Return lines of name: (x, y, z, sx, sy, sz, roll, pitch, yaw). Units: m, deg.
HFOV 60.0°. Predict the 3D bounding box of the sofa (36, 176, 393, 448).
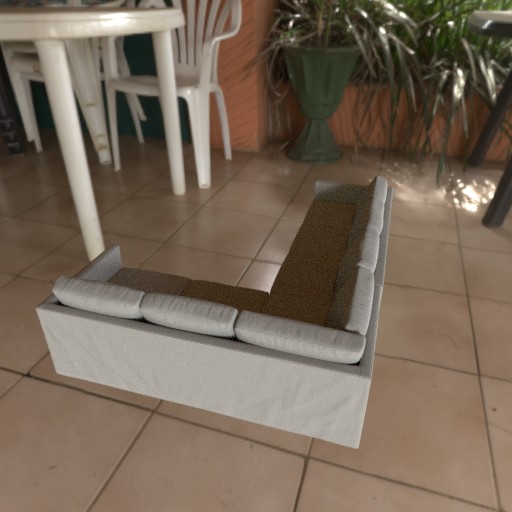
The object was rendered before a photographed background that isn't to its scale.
sofa: (0.000, 0.000, 4.365, 2.432, 0.871, 3.182, 9, 32, 15)
